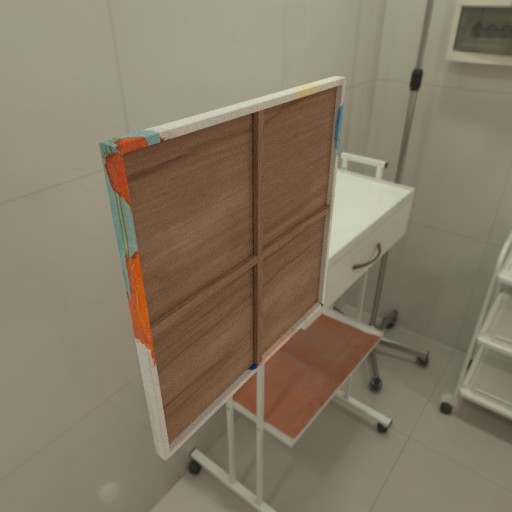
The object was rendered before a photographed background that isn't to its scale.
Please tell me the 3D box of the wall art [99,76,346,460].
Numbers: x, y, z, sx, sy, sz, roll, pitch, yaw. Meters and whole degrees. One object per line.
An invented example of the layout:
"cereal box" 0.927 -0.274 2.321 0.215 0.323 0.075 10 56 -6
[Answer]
"wall art" 0.000 0.000 1.205 0.037 0.814 0.814 21 37 31
